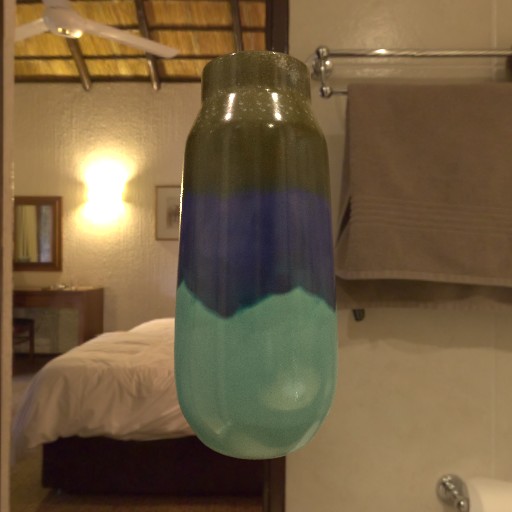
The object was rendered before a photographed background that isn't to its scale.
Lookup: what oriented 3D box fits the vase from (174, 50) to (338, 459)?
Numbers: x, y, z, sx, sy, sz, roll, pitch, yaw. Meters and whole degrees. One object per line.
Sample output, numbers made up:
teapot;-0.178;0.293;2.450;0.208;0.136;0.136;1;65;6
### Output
vase;0.000;0.000;0.379;0.139;0.313;0.139;0;0;0
